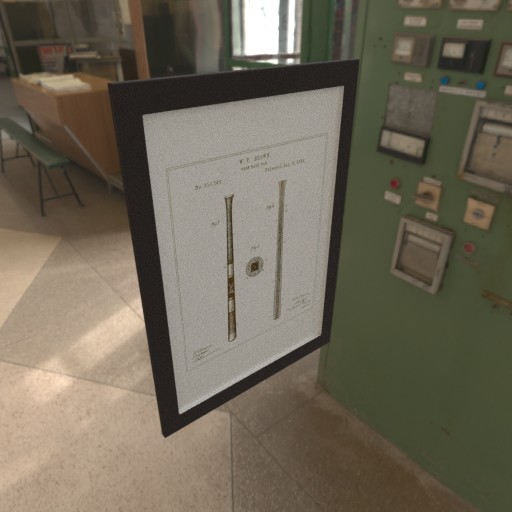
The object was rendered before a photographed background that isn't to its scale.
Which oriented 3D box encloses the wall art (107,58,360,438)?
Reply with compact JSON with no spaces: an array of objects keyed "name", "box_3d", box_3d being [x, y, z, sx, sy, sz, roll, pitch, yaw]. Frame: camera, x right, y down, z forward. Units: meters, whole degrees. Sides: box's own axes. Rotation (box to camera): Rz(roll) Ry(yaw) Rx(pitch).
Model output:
[{"name":"wall art","box_3d":[0.000,0.000,0.675,0.374,0.529,0.012,-21,36,-33]}]
